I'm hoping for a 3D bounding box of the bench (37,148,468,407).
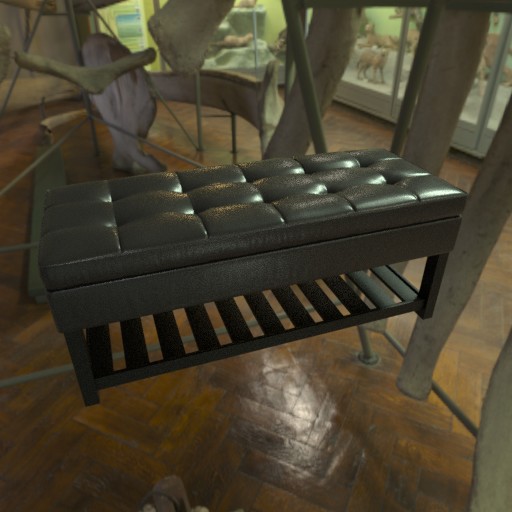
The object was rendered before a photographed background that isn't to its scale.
[{"bbox_3d":[0.000,0.000,1.334,1.105,0.460,0.432,-11,33,-16],"label":"bench"}]
